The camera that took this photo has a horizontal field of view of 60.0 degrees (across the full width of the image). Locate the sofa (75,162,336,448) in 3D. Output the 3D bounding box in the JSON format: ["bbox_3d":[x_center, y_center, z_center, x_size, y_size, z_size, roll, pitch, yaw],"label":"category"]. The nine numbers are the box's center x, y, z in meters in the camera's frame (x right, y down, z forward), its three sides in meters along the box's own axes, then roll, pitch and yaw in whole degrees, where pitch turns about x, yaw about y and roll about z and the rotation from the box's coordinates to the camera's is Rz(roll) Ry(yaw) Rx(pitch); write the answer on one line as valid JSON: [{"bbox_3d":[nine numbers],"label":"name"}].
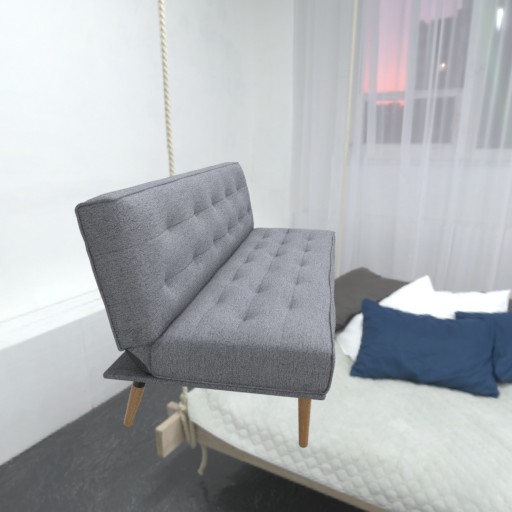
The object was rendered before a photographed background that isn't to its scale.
[{"bbox_3d":[0.000,0.000,2.243,0.810,0.830,1.820,3,16,10],"label":"sofa"}]
